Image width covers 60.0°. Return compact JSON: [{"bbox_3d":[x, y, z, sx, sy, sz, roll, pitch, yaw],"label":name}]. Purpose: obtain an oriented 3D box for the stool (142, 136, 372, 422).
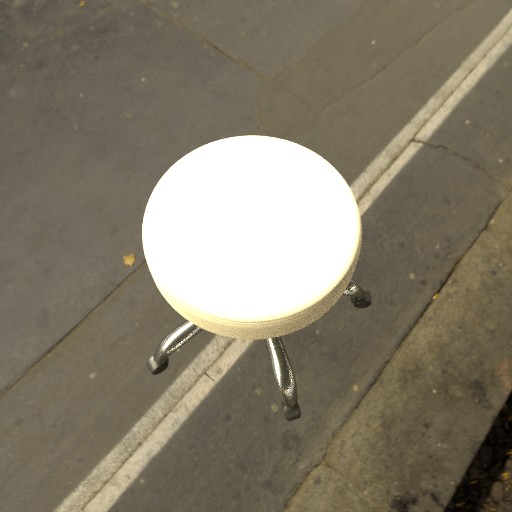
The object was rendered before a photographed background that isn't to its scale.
[{"bbox_3d":[0.000,0.000,1.055,0.634,0.482,0.614,17,65,8],"label":"stool"}]
